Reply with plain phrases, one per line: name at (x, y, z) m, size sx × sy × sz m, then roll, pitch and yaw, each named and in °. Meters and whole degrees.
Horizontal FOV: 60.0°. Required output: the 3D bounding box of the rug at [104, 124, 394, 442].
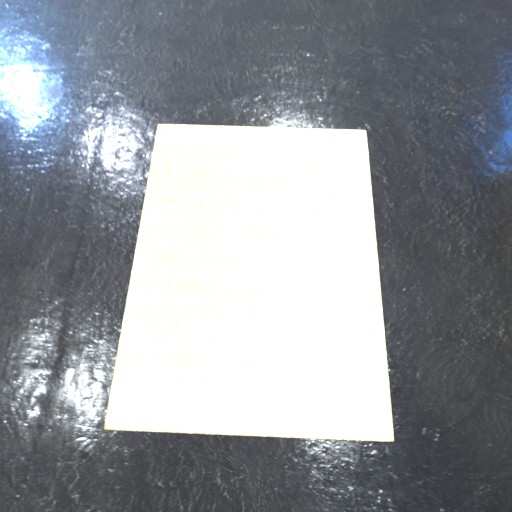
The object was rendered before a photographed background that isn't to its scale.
rug at (0.000, 0.000, 4.442) m, size 2.438 × 0.010 × 3.353 m, roll 2°, pitch 64°, yaw 1°
